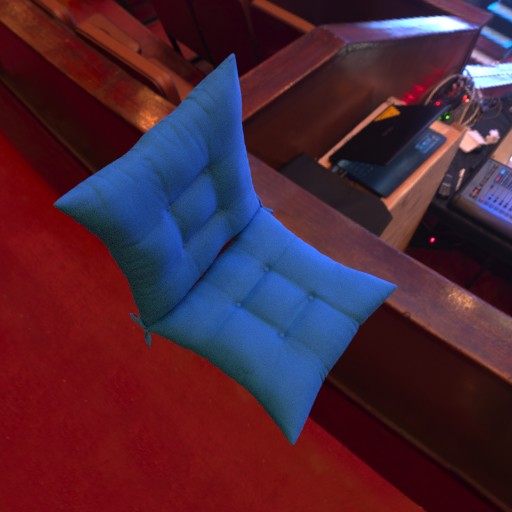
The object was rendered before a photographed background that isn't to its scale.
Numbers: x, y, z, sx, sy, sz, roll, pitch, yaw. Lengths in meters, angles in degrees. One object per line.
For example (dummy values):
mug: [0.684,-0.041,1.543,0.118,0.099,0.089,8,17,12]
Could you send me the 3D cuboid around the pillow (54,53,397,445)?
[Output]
pillow: [0.000,0.000,1.006,0.585,0.536,0.541,32,65,18]
